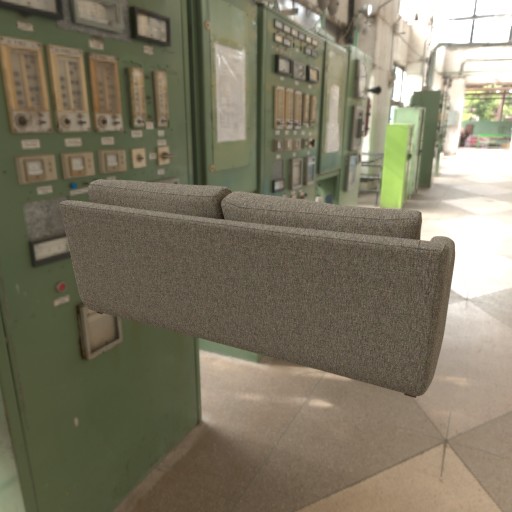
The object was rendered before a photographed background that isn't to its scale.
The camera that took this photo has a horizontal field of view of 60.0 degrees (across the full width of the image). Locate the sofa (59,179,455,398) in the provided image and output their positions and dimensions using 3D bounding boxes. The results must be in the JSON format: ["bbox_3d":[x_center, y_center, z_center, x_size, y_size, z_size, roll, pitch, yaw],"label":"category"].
[{"bbox_3d":[0.000,0.000,2.955,2.418,0.998,1.103,9,19,27],"label":"sofa"}]
